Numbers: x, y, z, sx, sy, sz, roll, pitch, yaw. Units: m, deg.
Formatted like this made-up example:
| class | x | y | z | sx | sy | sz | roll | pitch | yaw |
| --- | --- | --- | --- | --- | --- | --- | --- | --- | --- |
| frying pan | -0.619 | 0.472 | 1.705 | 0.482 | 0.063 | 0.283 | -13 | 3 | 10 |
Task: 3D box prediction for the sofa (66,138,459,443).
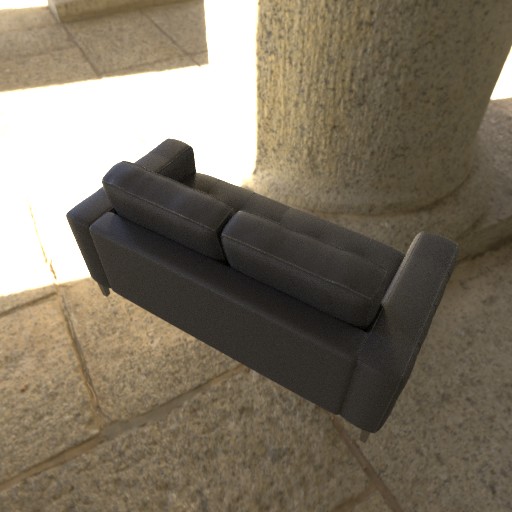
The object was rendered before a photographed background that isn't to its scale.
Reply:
| class | x | y | z | sx | sy | sz | roll | pitch | yaw |
| --- | --- | --- | --- | --- | --- | --- | --- | --- | --- |
| sofa | 0.000 | 0.000 | 2.216 | 1.726 | 0.892 | 0.833 | 24 | 52 | 21 |
